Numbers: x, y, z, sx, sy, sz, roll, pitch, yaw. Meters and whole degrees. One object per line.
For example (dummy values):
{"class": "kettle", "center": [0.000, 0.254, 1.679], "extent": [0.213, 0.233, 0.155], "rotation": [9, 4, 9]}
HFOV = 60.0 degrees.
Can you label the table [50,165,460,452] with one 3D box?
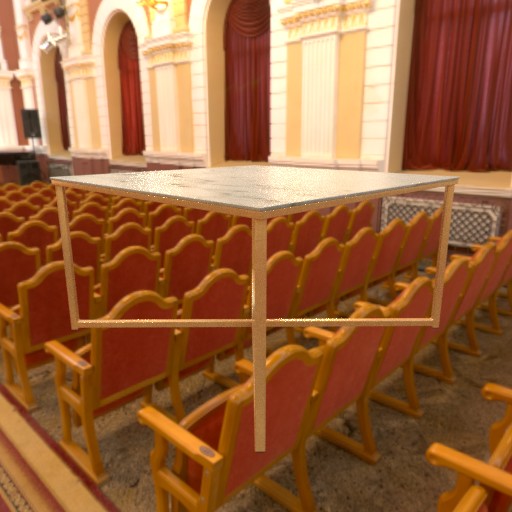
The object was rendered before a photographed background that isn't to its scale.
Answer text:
{"class": "table", "center": [0.000, 0.000, 1.278], "extent": [0.800, 0.450, 0.800], "rotation": [14, 20, 42]}
